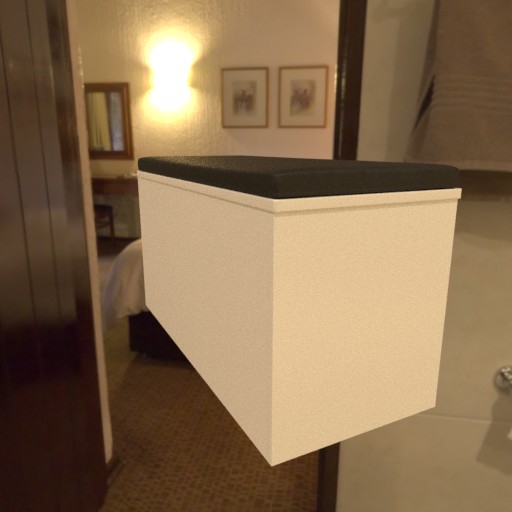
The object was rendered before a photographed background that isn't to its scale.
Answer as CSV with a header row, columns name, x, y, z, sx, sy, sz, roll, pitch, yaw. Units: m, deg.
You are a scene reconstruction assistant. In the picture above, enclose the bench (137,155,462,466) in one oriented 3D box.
name,x,y,z,sx,sy,sz,roll,pitch,yaw
bench,0.000,0.000,1.169,0.401,0.500,0.899,-7,16,-26
